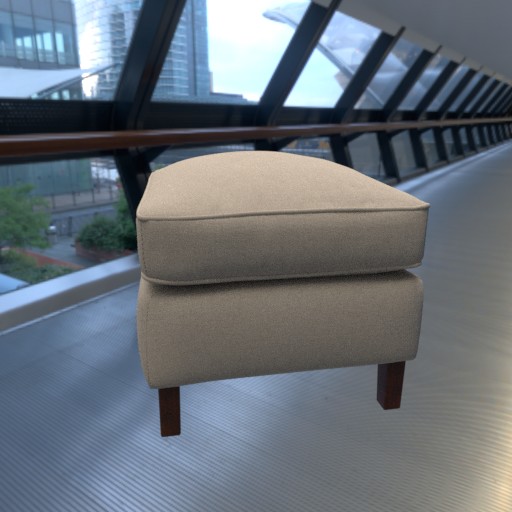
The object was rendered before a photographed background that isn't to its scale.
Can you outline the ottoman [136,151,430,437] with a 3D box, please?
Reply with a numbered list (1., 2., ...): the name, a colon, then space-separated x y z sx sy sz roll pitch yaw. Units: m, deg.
1. ottoman: 0.000 0.000 1.001 0.501 0.456 0.665 -3 16 -10
